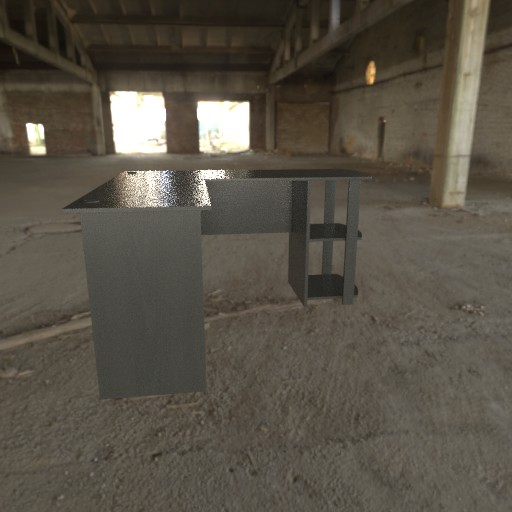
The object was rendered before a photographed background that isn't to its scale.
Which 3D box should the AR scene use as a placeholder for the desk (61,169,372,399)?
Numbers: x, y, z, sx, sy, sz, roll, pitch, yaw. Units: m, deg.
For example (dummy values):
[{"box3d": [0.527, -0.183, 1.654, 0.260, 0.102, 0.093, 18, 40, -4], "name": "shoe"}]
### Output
[{"box3d": [0.000, 0.000, 2.138, 1.361, 0.716, 1.303, -2, 16, -8], "name": "desk"}]
